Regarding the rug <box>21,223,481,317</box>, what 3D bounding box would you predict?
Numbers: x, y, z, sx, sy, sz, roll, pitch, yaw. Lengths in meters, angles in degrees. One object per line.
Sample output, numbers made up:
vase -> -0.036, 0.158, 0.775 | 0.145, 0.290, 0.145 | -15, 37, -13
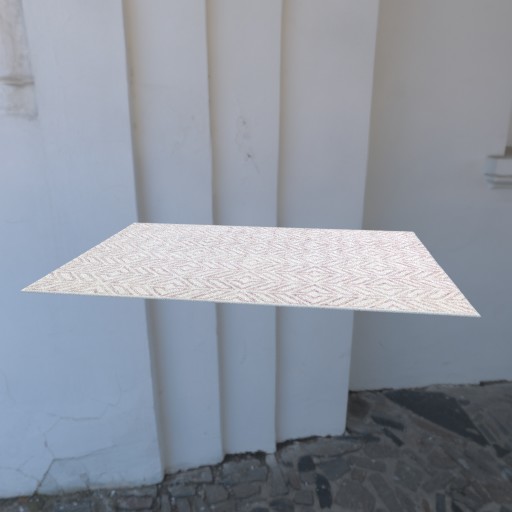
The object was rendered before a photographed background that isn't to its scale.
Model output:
rug -> 0.000, 0.000, 2.314 | 1.828, 0.007, 1.220 | 2, 18, 7
